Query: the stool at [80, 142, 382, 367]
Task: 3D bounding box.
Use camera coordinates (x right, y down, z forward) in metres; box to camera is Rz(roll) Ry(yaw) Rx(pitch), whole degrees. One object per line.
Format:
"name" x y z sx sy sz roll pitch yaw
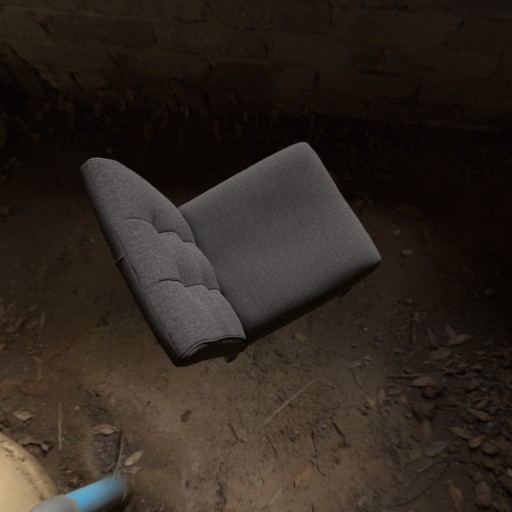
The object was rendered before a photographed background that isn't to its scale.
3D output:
"stool" 0.000 0.000 1.226 0.571 0.885 0.427 -28 76 -7
